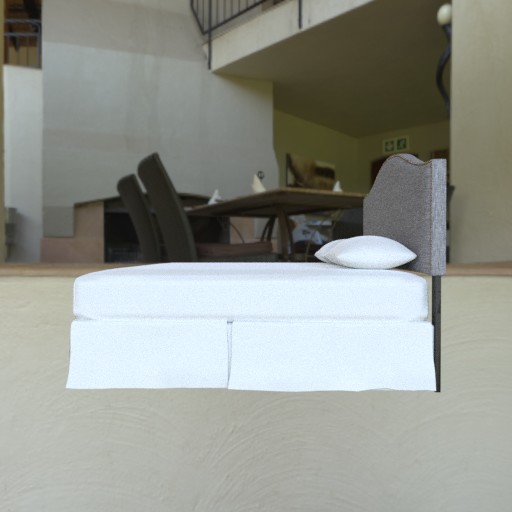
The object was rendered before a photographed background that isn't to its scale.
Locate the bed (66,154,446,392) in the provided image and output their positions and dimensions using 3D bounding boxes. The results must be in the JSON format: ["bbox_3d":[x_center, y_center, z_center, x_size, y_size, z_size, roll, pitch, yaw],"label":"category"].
[{"bbox_3d":[0.000,0.000,2.927,1.870,1.295,1.610,0,1,2],"label":"bed"}]
